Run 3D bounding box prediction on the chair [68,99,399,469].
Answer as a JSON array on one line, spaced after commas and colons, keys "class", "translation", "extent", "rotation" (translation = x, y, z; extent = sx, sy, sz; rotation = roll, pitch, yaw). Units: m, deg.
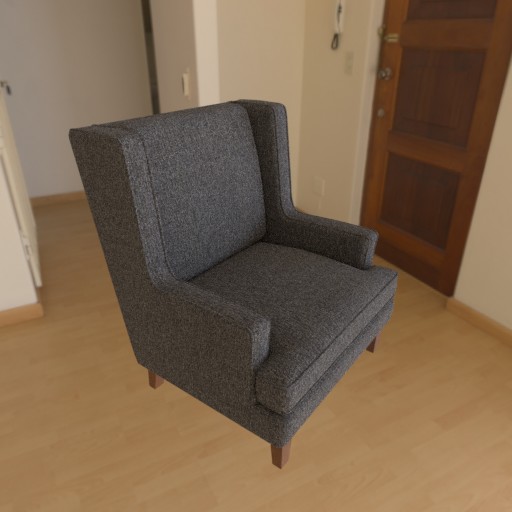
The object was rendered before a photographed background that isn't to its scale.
[{"class": "chair", "translation": [0.000, 0.000, 1.832], "extent": [0.927, 1.082, 0.942], "rotation": [19, 32, 32]}]
